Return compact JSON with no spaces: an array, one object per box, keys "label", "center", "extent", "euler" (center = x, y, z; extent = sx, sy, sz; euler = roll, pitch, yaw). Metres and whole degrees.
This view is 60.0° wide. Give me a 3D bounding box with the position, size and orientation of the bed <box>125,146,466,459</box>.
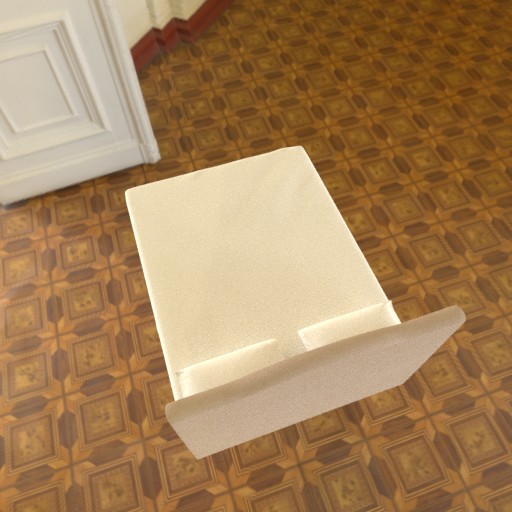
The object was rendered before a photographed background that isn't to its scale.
[{"label":"bed","center":[0.000,0.000,3.408],"extent":[1.821,1.436,2.282],"euler":[-16,60,-10]}]
